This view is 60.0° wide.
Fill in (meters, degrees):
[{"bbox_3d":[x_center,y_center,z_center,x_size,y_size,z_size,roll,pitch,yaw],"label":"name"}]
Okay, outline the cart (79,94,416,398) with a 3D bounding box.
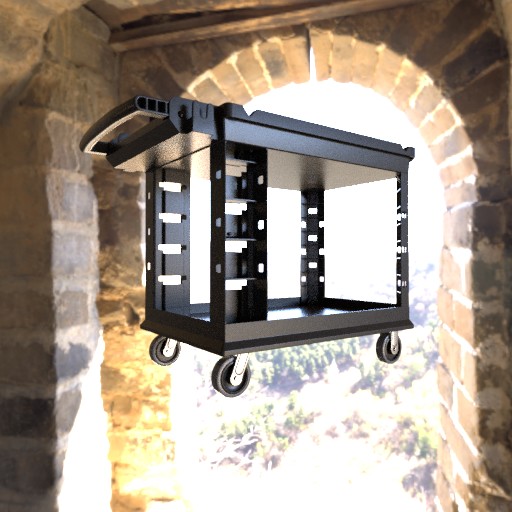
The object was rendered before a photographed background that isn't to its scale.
[{"bbox_3d":[0.000,0.000,1.748,1.239,0.884,0.674,0,-1,-35],"label":"cart"}]
